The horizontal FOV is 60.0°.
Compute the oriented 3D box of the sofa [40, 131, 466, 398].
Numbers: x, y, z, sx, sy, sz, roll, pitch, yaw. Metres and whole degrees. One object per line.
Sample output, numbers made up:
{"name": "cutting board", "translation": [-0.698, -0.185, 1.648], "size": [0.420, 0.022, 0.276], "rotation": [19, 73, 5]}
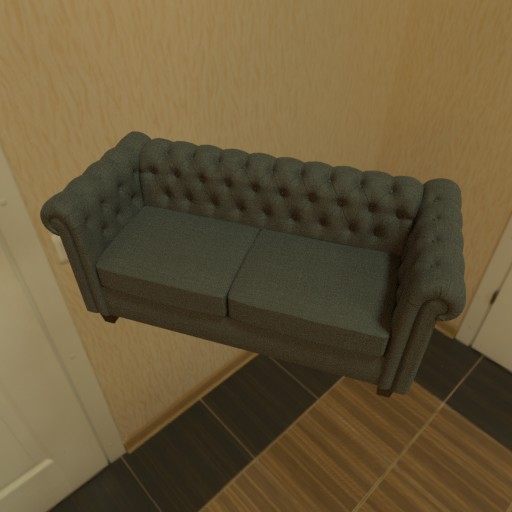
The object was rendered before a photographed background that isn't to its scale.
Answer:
{"name": "sofa", "translation": [0.000, 0.000, 2.234], "size": [1.798, 0.797, 0.783], "rotation": [12, 42, 13]}
